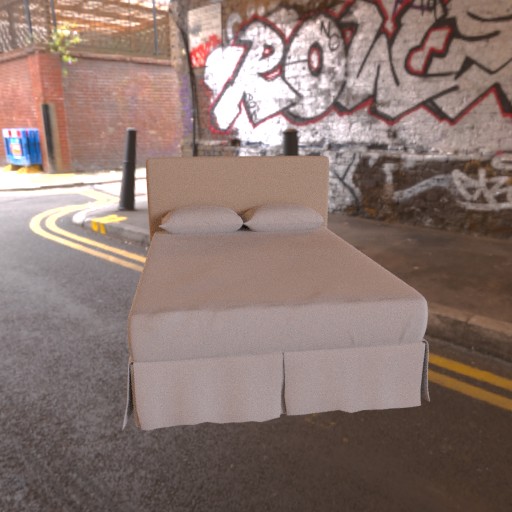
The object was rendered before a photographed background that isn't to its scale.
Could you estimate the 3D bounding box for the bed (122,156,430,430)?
[{"bbox_3d":[0.000,0.000,3.269,1.748,1.330,2.142,-2,16,-8],"label":"bed"}]
